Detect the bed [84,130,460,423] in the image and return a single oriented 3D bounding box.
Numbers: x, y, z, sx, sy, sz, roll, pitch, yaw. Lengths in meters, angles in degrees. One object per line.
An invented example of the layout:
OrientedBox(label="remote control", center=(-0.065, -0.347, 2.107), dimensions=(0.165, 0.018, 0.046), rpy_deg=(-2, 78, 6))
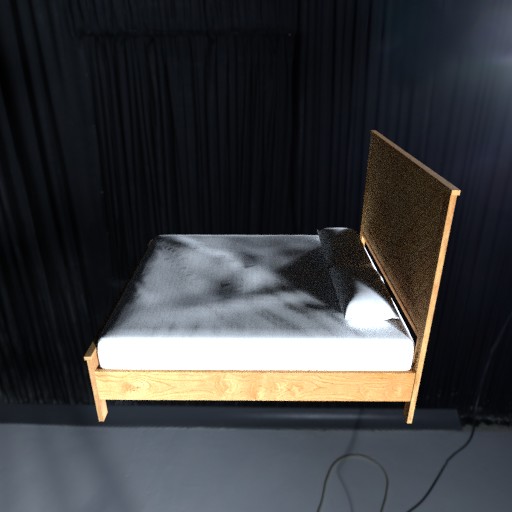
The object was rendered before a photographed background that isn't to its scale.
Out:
OrientedBox(label="bed", center=(0.000, 0.000, 3.609), dimensions=(2.201, 1.686, 1.936), rpy_deg=(0, 25, 0))
